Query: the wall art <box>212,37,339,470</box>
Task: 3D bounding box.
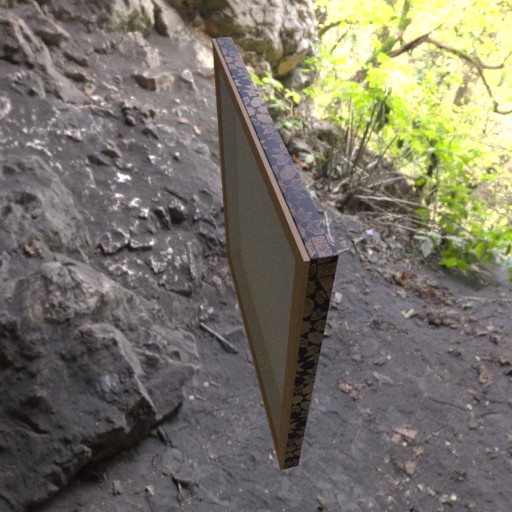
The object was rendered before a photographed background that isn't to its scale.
[{"bbox_3d":[0.000,0.000,0.878,0.038,0.612,0.612,-9,47,-9],"label":"wall art"}]
